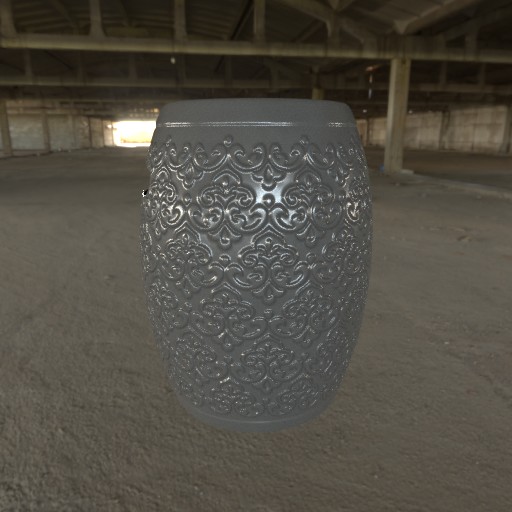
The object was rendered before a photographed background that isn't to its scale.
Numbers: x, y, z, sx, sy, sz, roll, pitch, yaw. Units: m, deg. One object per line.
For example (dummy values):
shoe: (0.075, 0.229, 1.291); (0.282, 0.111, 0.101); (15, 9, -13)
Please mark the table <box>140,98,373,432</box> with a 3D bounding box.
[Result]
table: (0.000, 0.000, 0.612); (0.309, 0.397, 0.309); (0, 15, 0)
